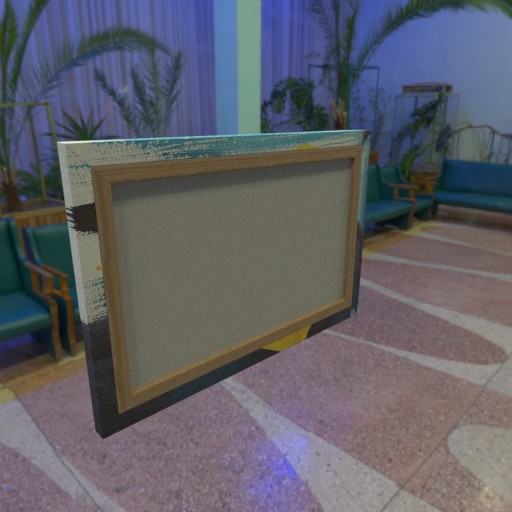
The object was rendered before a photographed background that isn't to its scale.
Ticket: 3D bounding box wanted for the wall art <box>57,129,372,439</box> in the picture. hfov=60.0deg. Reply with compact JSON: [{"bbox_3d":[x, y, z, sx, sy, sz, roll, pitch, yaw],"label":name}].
[{"bbox_3d":[0.000,0.000,1.152,0.914,0.610,0.039,-16,24,-40],"label":"wall art"}]
